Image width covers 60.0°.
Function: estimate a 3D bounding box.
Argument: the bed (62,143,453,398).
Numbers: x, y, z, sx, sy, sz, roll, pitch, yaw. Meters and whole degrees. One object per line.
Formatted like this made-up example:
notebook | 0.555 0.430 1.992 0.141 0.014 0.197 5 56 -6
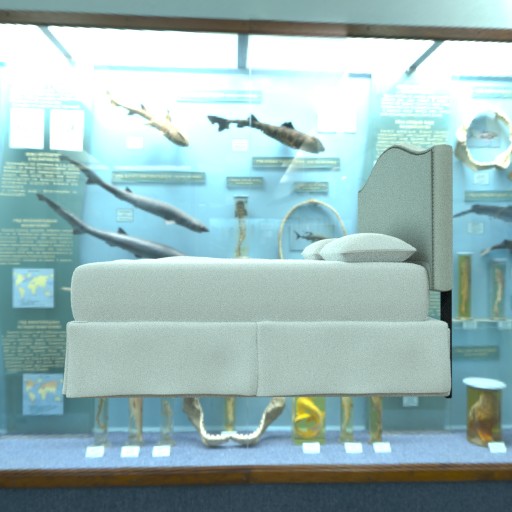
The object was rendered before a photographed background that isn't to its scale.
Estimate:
bed | 0.000 0.000 3.285 2.180 1.607 1.813 0 0 -1
